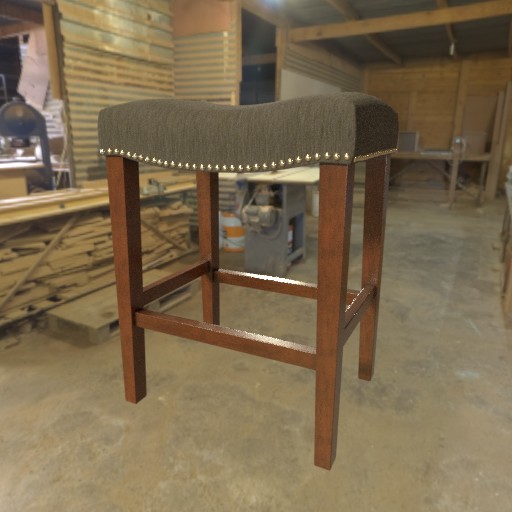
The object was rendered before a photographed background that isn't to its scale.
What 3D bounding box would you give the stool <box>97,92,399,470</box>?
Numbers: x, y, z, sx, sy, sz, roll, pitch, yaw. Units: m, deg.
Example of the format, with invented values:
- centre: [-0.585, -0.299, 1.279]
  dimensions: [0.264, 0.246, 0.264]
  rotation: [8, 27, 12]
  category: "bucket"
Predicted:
- centre: [0.000, 0.000, 0.966]
  dimensions: [0.504, 0.654, 0.372]
  rotation: [8, 18, 25]
  category: "stool"
